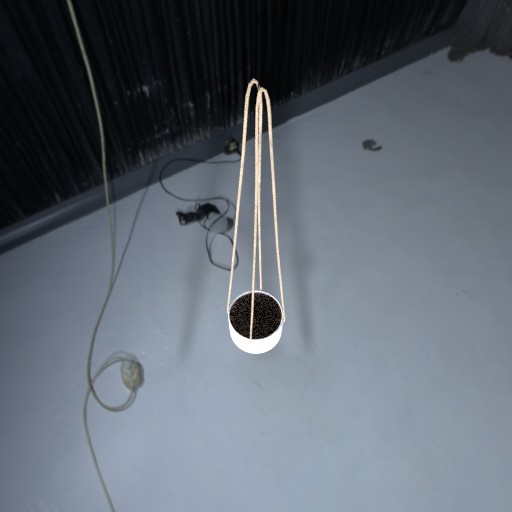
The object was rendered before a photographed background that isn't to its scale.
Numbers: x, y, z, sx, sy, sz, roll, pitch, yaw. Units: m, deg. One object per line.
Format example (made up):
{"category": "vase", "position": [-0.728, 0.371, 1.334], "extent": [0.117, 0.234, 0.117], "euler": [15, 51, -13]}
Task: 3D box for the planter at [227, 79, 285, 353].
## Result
{"category": "planter", "position": [0.000, 0.000, 0.923], "extent": [0.146, 0.841, 0.146], "euler": [-30, 63, -18]}
